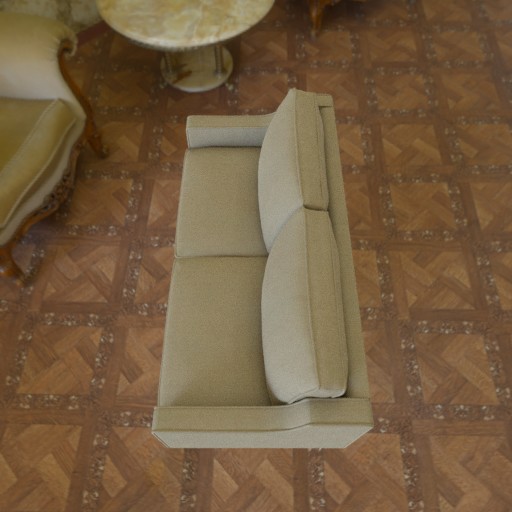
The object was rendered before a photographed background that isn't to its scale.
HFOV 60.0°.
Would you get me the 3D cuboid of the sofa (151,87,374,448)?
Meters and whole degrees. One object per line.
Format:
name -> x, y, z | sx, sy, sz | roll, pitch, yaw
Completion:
sofa -> 0.000, 0.000, 2.820 | 1.066, 1.071, 2.178 | 0, 59, 0
